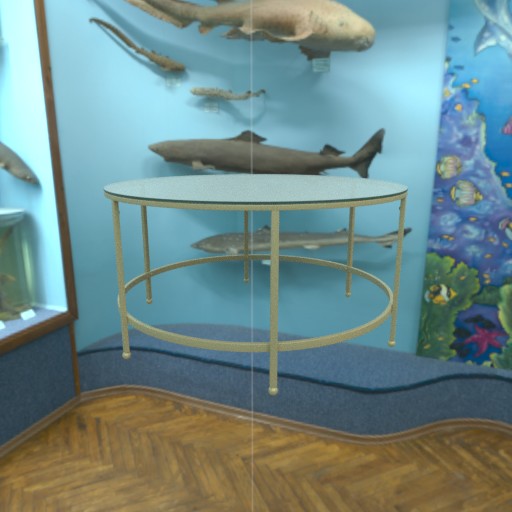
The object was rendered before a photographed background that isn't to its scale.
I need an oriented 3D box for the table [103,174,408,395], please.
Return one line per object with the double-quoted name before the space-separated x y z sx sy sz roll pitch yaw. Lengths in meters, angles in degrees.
"table" 0.000 0.000 1.452 0.914 0.470 0.914 0 14 0
